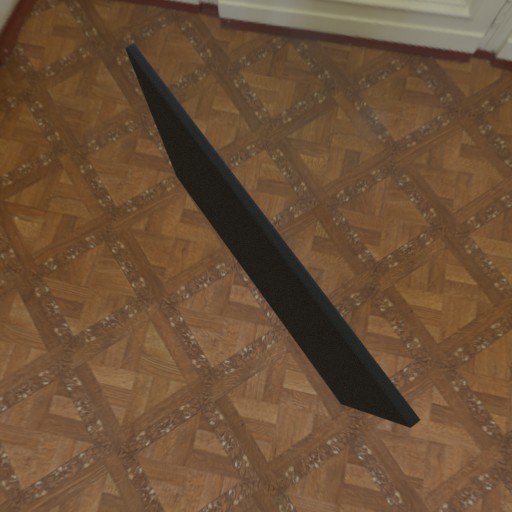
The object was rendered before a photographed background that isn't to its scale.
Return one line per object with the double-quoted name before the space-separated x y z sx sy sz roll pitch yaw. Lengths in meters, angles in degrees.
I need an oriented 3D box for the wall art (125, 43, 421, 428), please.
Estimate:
"wall art" 0.000 0.000 1.195 0.049 0.659 0.964 -33 77 -8
